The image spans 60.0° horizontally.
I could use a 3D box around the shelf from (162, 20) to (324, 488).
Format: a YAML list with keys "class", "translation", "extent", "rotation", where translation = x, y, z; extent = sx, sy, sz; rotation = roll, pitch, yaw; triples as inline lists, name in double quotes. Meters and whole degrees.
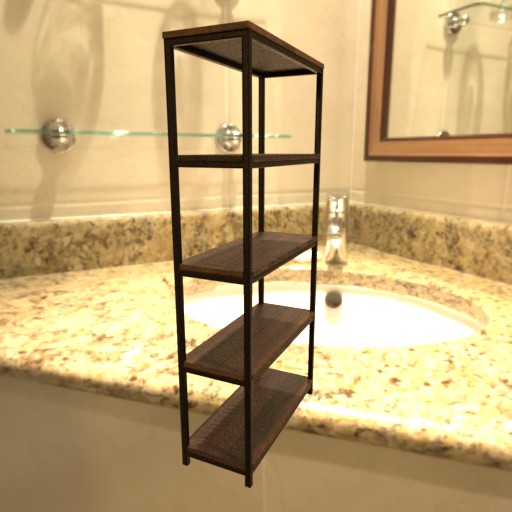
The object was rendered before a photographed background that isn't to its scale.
- class: "shelf"
  translation: [0.000, 0.000, 2.170]
  extent: [0.359, 1.860, 0.874]
  rotation: [6, 15, 25]
